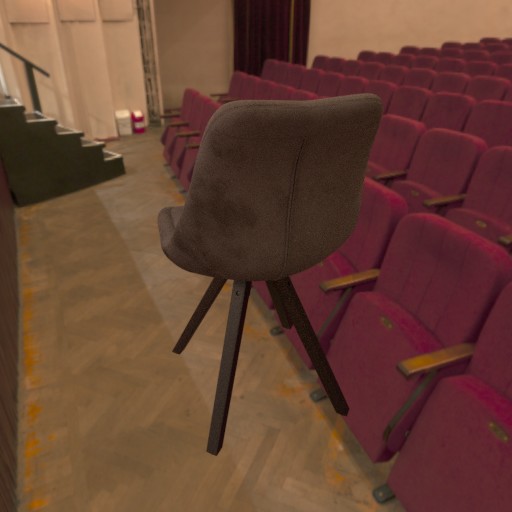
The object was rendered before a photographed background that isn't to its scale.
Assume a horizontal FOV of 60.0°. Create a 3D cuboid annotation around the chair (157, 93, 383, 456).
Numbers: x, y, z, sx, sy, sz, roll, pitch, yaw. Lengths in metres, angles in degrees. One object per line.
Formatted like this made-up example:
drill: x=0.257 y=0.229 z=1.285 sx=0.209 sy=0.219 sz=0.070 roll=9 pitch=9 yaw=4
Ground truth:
chair: x=0.000 y=0.000 z=1.148 sx=0.476 sy=0.850 sz=0.550 roll=-10 pitch=29 yaw=-17
